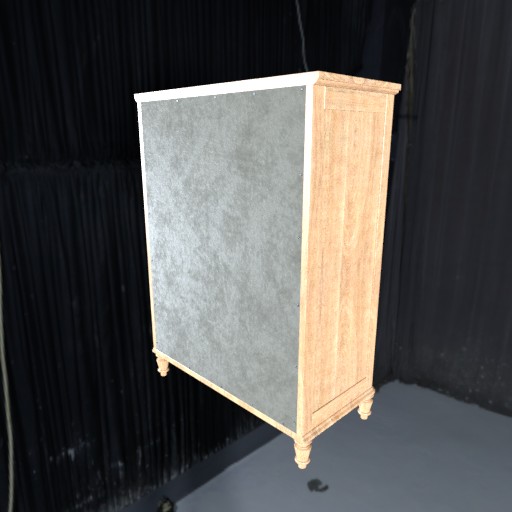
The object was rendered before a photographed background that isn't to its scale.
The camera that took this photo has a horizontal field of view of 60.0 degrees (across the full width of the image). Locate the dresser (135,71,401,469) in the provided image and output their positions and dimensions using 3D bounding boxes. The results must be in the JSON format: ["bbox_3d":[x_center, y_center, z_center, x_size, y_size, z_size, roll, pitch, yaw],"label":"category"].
[{"bbox_3d":[0.000,0.000,1.871,0.484,1.318,0.973,-14,21,-43],"label":"dresser"}]
